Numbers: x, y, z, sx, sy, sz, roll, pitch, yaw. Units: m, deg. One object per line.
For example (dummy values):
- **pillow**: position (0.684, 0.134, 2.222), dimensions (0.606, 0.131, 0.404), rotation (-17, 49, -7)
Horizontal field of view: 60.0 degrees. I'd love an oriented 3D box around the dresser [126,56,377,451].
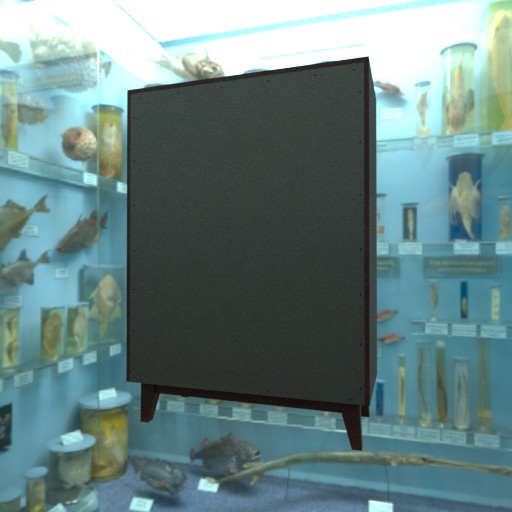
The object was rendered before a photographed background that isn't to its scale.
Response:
- **dresser**: position (0.000, 0.000, 2.087), dimensions (1.072, 1.514, 0.506), rotation (0, -1, 18)
